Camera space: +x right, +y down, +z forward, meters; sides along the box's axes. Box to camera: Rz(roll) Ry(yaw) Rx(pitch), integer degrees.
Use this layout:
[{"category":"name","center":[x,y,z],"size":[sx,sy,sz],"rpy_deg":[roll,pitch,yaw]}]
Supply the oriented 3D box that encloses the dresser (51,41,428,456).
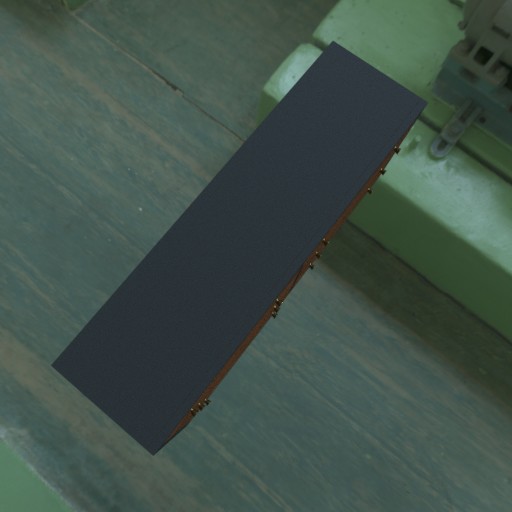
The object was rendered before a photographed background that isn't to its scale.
[{"category":"dresser","center":[0.000,0.000,1.966],"size":[0.463,0.872,1.558],"rpy_deg":[37,79,8]}]
